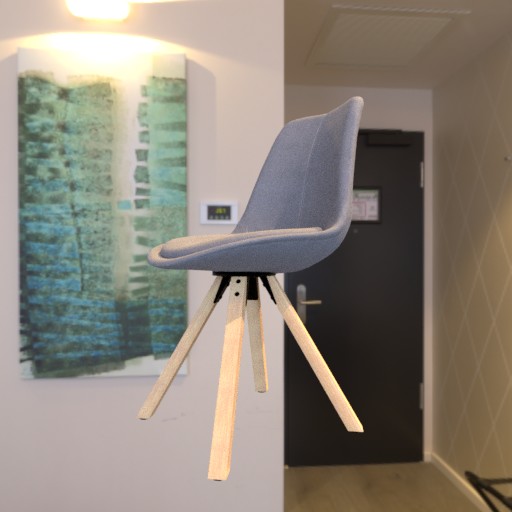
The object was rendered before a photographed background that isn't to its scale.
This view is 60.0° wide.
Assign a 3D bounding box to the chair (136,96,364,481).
[{"bbox_3d":[0.000,0.000,1.160,0.549,0.863,0.474,0,0,-35],"label":"chair"}]
